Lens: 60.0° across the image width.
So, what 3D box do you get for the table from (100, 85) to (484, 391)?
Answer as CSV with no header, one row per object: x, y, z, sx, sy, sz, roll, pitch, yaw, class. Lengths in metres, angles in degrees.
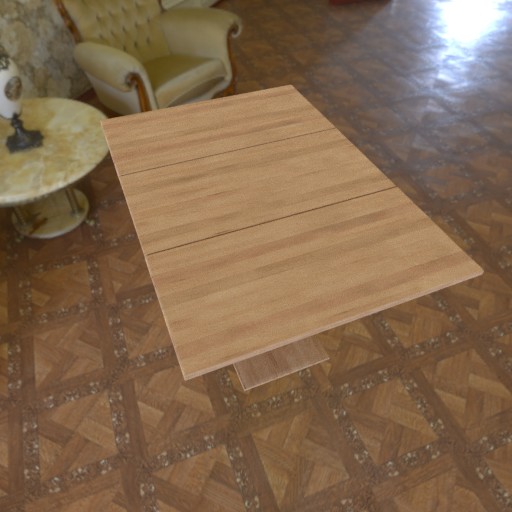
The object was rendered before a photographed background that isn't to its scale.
0.000,0.000,1.860,0.900,0.770,1.300,-16,48,-15,table
